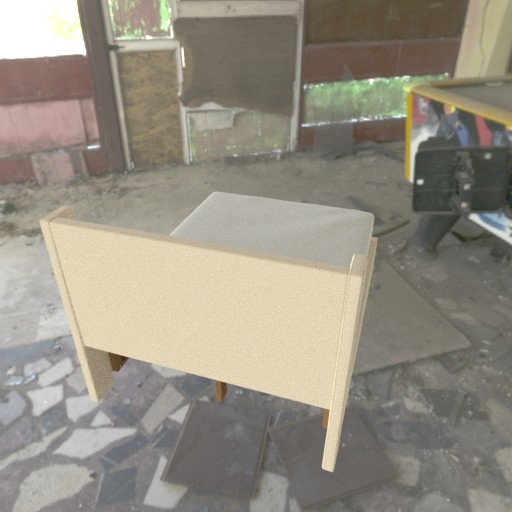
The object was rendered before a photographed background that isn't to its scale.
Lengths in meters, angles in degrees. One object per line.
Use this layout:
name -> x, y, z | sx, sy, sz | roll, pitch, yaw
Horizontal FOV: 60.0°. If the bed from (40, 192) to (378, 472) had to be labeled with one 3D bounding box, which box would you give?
bed -> 0.000, 0.000, 3.499 | 1.765, 1.471, 2.280 | 10, 33, 16
